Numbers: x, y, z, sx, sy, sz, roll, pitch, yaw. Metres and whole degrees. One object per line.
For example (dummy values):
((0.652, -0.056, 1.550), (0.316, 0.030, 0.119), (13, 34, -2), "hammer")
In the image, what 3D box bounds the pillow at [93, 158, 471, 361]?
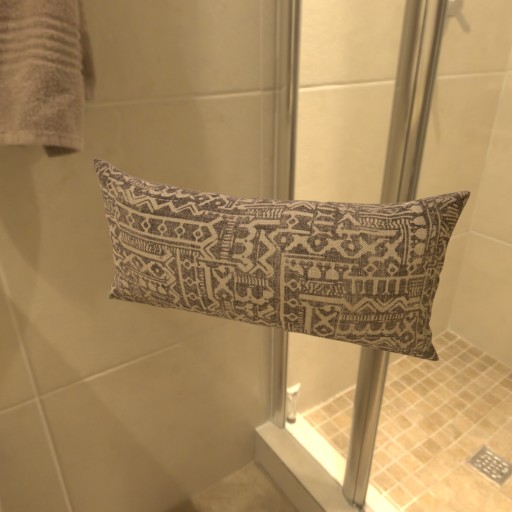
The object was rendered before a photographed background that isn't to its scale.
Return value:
((0.000, 0.000, 0.752), (0.631, 0.290, 0.148), (8, 27, 16), "pillow")
